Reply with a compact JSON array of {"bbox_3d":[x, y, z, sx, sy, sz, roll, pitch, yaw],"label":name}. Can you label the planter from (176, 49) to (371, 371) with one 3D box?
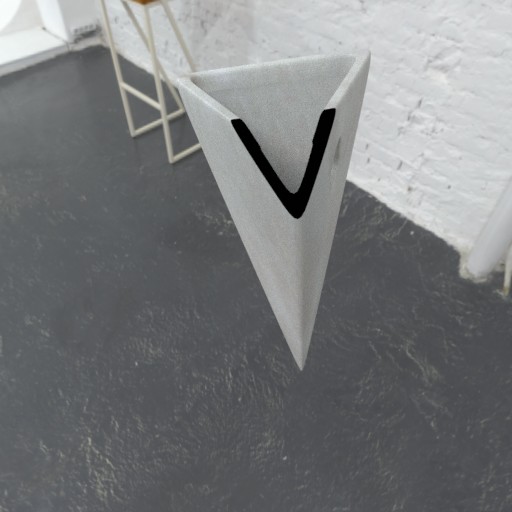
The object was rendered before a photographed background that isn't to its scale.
[{"bbox_3d":[0.000,0.000,0.157,0.047,0.130,0.058,18,50,16],"label":"planter"}]
